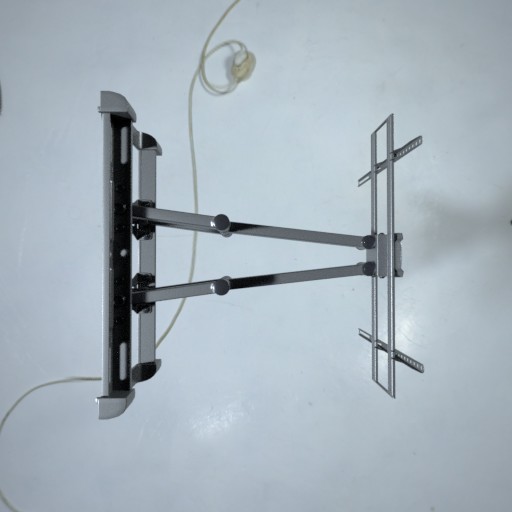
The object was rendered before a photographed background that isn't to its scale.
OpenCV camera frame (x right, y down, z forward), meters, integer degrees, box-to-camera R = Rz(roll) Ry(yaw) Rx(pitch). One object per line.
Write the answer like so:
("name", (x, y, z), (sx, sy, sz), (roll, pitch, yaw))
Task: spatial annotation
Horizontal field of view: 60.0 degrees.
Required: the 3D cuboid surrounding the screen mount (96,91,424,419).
("screen mount", (0.000, 0.000, 1.096), (0.644, 0.491, 0.661), (0, 89, -1))
